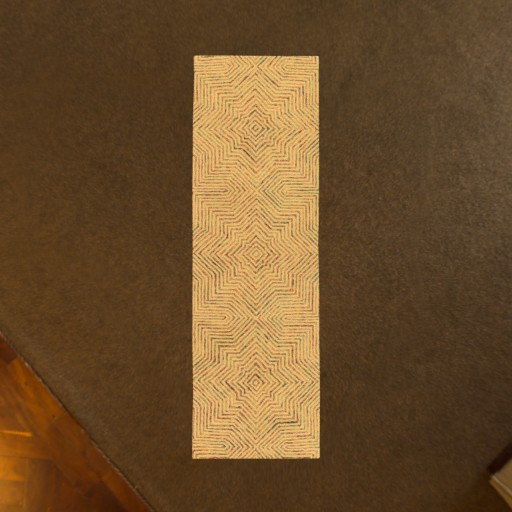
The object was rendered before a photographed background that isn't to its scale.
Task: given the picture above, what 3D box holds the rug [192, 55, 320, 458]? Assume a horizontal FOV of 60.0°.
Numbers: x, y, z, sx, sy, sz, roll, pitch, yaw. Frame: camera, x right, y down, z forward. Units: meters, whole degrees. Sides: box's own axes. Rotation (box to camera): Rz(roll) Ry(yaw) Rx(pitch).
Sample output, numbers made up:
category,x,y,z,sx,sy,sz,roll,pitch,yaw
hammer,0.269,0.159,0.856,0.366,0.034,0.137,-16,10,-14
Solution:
category,x,y,z,sx,sy,sz,roll,pitch,yaw
rug,0.000,0.000,2.688,0.771,0.009,2.443,0,89,-1
